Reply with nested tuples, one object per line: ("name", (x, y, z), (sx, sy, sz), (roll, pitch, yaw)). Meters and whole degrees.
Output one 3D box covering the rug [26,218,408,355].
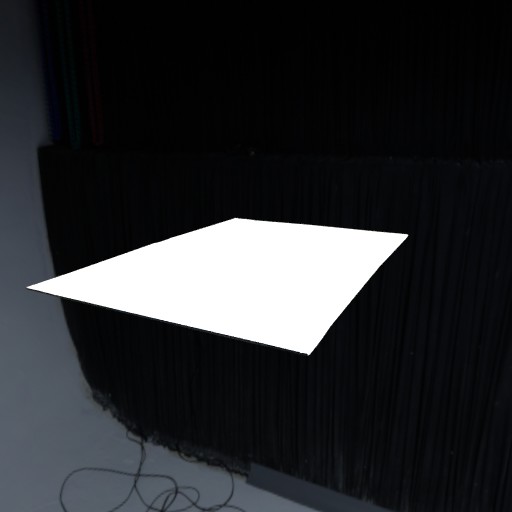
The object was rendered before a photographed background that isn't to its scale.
("rug", (0.000, 0.000, 3.766), (2.032, 0.038, 2.869), (8, 17, 26))
